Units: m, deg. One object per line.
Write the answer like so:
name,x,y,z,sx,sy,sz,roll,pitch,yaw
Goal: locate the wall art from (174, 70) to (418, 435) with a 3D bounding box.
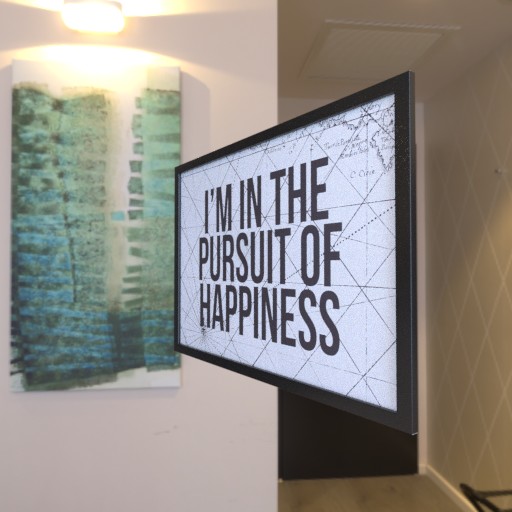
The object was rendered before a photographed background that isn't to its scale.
wall art,0.000,0.000,1.005,0.015,0.552,0.819,1,-2,-36
